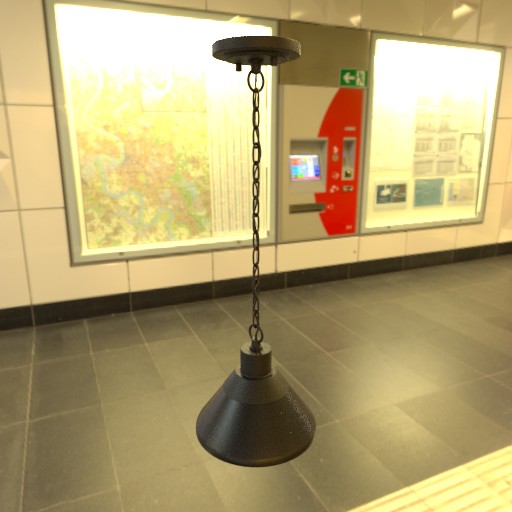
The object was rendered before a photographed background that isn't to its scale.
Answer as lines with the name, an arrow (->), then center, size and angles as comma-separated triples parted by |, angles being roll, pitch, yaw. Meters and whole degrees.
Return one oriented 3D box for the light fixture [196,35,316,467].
light fixture -> 0.000, 0.000, 0.673 | 0.201, 0.588, 0.201 | -14, 20, -42
